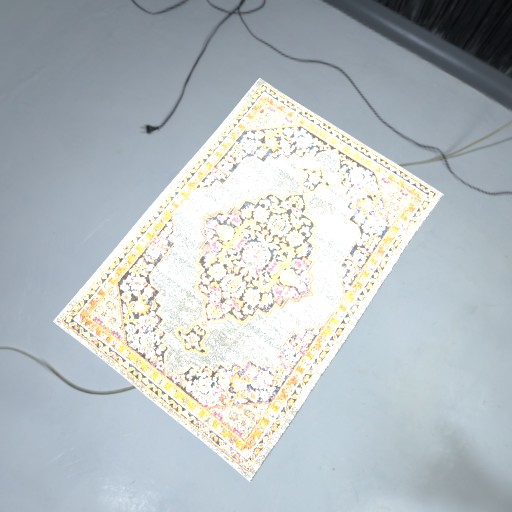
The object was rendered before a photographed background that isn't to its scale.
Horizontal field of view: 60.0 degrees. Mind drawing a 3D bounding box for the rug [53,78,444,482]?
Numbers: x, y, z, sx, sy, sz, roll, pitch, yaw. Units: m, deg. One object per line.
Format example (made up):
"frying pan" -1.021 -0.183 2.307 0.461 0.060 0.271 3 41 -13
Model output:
"rug" 0.000 0.000 3.798 2.043 0.026 2.901 35 78 9
